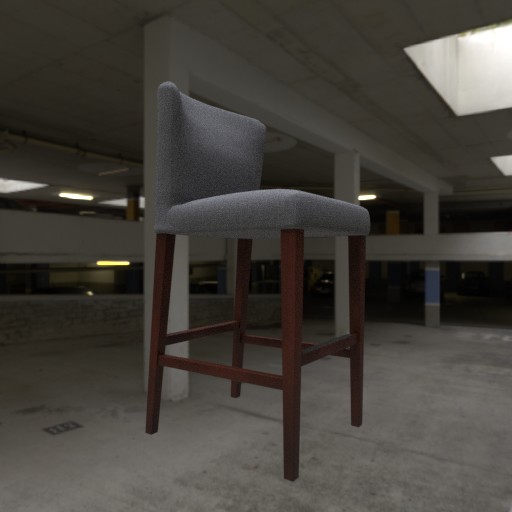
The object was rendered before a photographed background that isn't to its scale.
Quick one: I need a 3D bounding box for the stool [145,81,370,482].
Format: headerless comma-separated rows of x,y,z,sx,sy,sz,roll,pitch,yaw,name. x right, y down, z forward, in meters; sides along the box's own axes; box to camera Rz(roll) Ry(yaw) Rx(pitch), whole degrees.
0.000,0.000,1.369,0.568,1.069,0.486,0,0,35,stool
